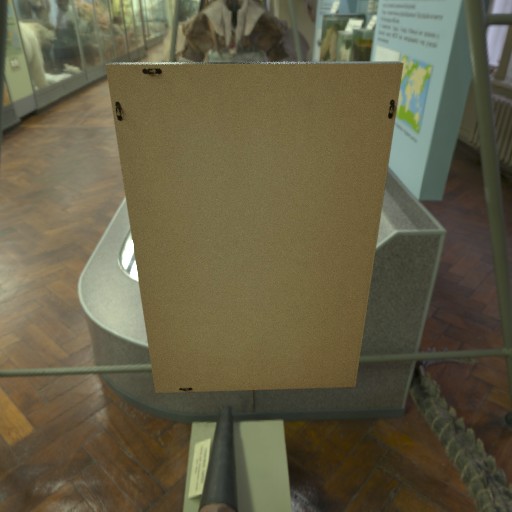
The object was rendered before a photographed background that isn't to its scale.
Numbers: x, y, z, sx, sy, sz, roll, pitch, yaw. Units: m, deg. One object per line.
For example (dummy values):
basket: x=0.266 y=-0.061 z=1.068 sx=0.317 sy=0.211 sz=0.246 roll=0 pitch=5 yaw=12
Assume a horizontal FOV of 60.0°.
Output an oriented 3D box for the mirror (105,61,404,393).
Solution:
mirror: x=0.000 y=0.000 z=1.140 sx=0.609 sy=0.915 sz=0.041 roll=-1 pitch=29 yaw=-2
